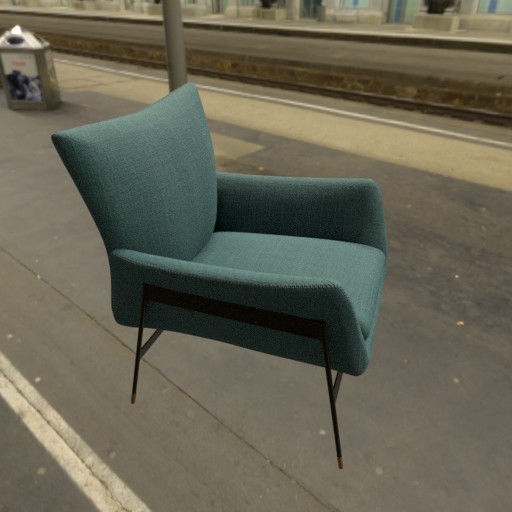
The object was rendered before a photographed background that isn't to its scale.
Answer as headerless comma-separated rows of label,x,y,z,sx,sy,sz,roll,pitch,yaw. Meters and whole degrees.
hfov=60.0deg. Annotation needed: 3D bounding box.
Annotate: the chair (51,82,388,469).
chair,0.000,0.000,1.355,0.769,0.859,0.678,10,33,17
